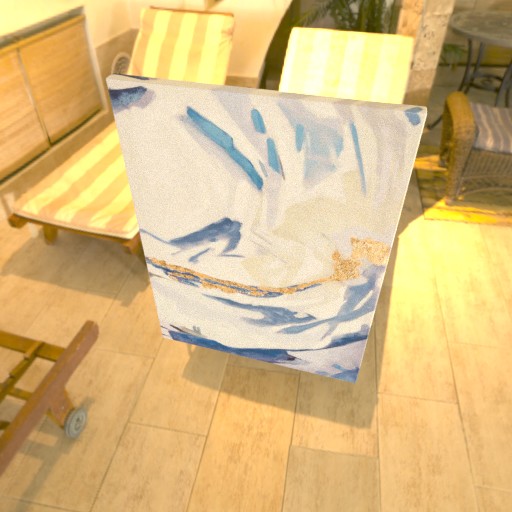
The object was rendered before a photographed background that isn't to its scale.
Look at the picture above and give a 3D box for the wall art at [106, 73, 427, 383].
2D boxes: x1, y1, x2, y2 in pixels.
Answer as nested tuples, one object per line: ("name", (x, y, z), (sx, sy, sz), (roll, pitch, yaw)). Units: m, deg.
("wall art", (0.000, 0.000, 1.360), (0.761, 1.015, 0.038), (11, 42, 12))
